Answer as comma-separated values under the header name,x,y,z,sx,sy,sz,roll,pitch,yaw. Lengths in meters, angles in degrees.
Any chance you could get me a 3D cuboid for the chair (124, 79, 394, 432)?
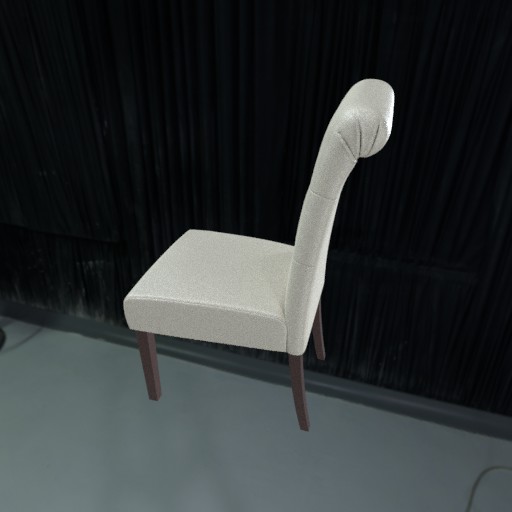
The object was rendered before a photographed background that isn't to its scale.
name,x,y,z,sx,sy,sz,roll,pitch,yaw
chair,0.000,0.000,1.348,0.671,1.006,0.456,8,31,14
